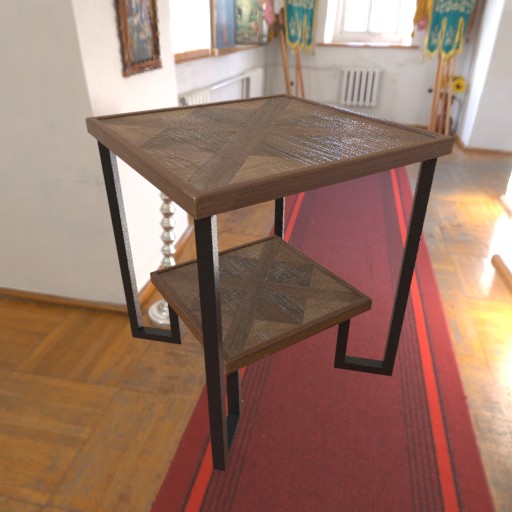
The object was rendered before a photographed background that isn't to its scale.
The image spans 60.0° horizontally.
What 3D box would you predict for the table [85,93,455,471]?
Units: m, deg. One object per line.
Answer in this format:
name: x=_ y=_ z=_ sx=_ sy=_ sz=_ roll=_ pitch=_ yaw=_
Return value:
table: x=0.000 y=0.000 z=0.976 sx=0.503 sy=0.563 sz=0.503 roll=-18 pitch=35 yaw=-28
